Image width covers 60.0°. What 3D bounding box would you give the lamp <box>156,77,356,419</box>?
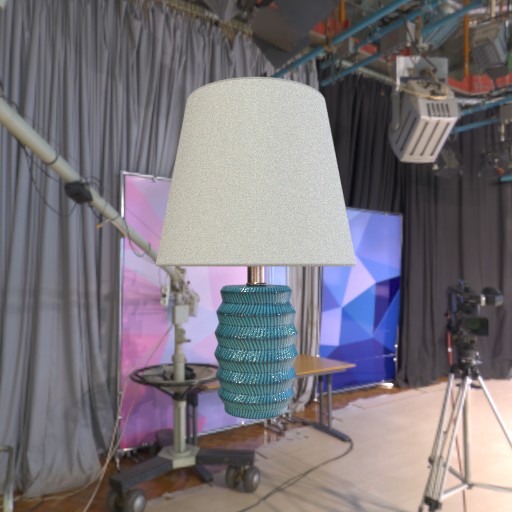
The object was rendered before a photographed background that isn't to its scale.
[{"bbox_3d":[0.000,0.000,0.574,0.254,0.392,0.254,0,-1,0],"label":"lamp"}]
